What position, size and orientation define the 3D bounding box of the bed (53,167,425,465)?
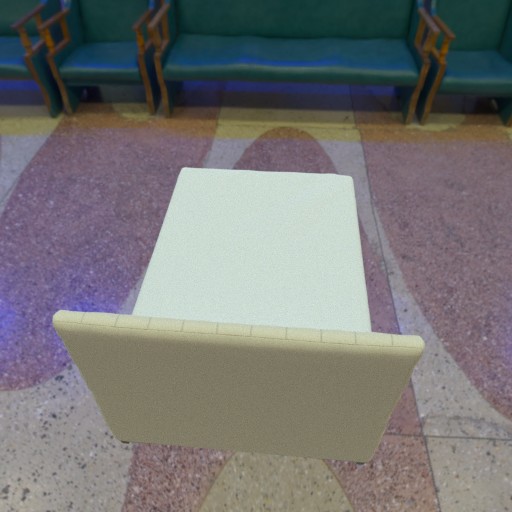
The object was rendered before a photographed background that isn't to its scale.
[{"bbox_3d":[0.000,0.000,3.269,1.698,1.427,2.387,4,47,3],"label":"bed"}]
